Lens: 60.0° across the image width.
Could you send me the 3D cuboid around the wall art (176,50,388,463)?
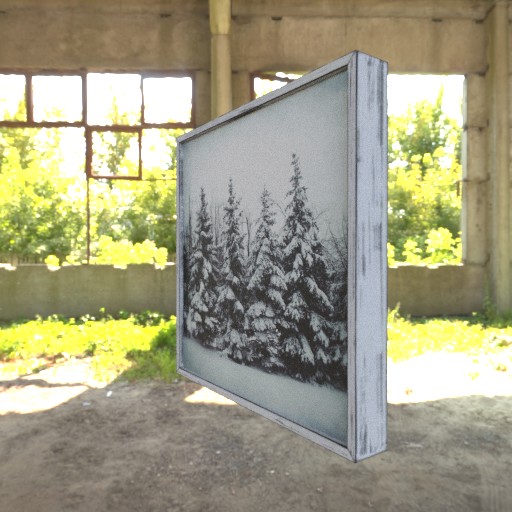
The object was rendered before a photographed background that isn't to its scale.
[{"bbox_3d":[0.000,0.000,0.459,0.036,0.303,0.303,0,0,-35],"label":"wall art"}]
